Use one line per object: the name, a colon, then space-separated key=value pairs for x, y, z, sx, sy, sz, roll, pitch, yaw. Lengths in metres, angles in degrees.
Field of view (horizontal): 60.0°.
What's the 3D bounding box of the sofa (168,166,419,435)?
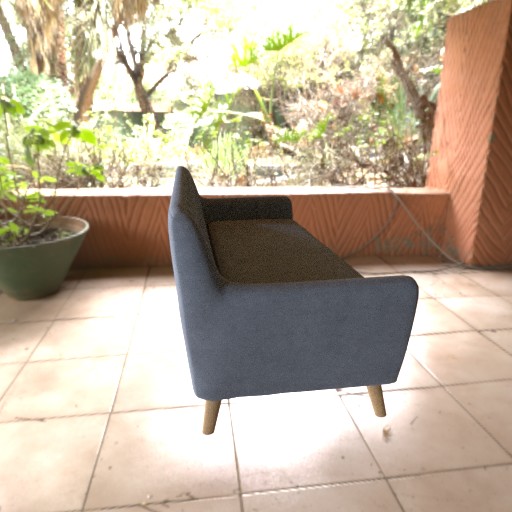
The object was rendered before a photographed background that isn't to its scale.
sofa: x=0.000 y=0.000 z=2.362 sx=0.830 sy=0.830 sz=1.970 roll=-2 pitch=16 yaw=-9
